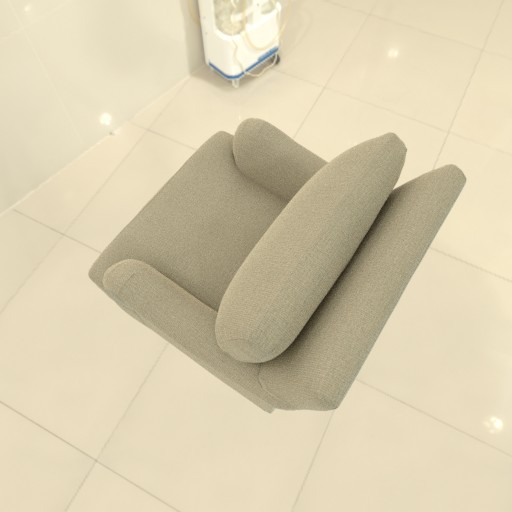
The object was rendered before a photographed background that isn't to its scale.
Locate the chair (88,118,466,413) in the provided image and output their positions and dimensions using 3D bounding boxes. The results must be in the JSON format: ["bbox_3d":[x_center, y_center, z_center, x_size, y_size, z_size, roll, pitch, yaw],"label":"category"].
[{"bbox_3d":[0.000,0.000,1.799,1.070,1.038,0.955,31,68,14],"label":"chair"}]
